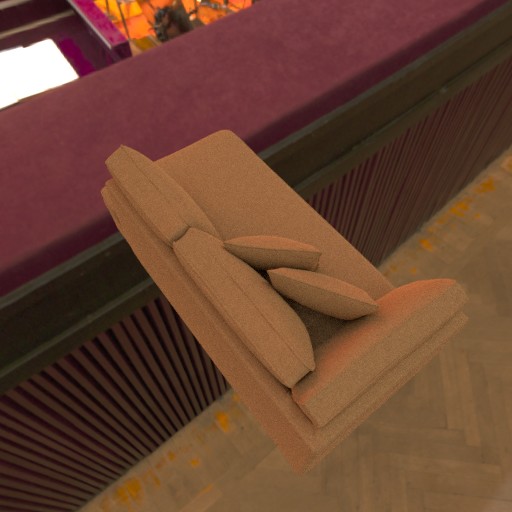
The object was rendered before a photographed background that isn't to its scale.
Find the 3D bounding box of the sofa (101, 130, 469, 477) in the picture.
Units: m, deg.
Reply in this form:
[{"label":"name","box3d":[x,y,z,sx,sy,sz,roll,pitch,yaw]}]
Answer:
[{"label":"sofa","box3d":[0.000,0.000,2.799,1.110,1.033,2.237,-33,63,-19]}]
